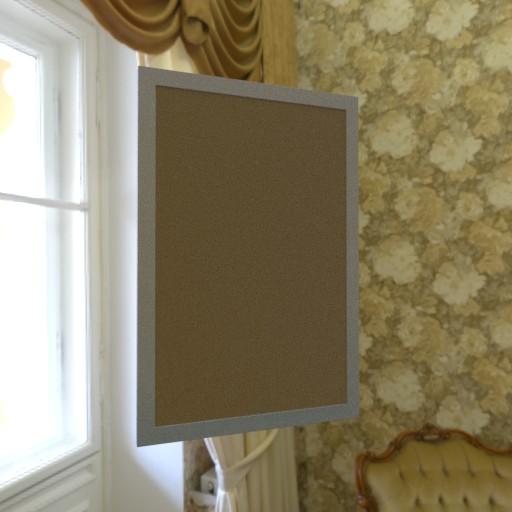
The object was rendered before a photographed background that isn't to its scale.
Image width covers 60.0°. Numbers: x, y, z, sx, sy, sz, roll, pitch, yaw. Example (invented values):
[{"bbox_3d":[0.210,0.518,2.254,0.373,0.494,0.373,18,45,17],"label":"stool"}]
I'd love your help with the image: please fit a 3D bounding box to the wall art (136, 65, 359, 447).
[{"bbox_3d":[0.000,0.000,1.470,0.764,1.143,0.038,0,-1,-19],"label":"wall art"}]
